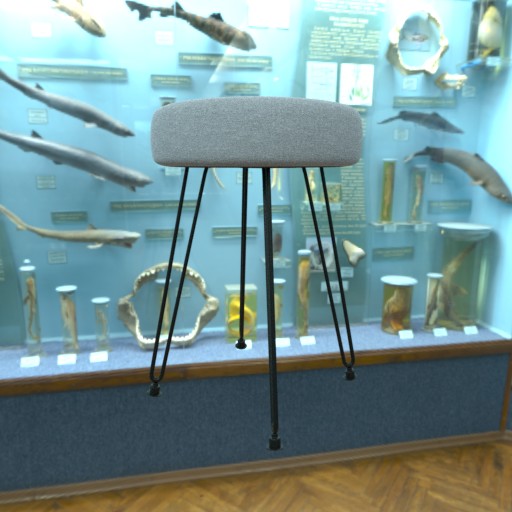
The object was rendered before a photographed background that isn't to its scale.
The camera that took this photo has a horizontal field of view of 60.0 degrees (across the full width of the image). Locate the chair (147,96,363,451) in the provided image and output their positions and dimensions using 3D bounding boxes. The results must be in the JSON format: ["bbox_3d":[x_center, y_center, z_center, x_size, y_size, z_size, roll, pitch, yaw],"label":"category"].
[{"bbox_3d":[0.000,0.000,0.684,0.350,0.440,0.350,-2,12,-9],"label":"chair"}]
